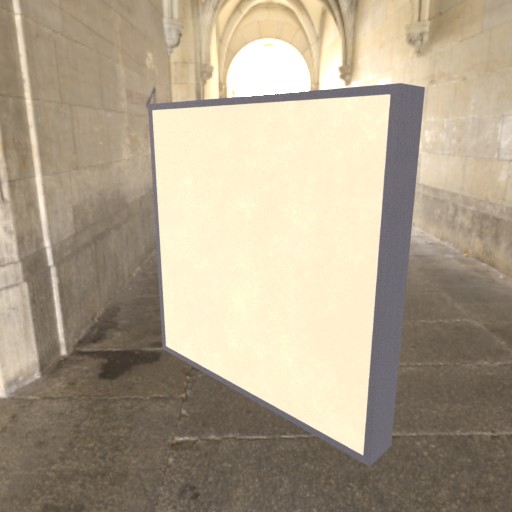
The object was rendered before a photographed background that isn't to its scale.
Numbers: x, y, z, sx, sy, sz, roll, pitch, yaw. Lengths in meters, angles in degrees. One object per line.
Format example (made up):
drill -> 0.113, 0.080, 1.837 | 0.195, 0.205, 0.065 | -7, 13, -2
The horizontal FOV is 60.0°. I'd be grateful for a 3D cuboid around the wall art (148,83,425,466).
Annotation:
wall art -> 0.000, 0.000, 0.445 | 0.302, 0.300, 0.036 | 14, 21, 42
